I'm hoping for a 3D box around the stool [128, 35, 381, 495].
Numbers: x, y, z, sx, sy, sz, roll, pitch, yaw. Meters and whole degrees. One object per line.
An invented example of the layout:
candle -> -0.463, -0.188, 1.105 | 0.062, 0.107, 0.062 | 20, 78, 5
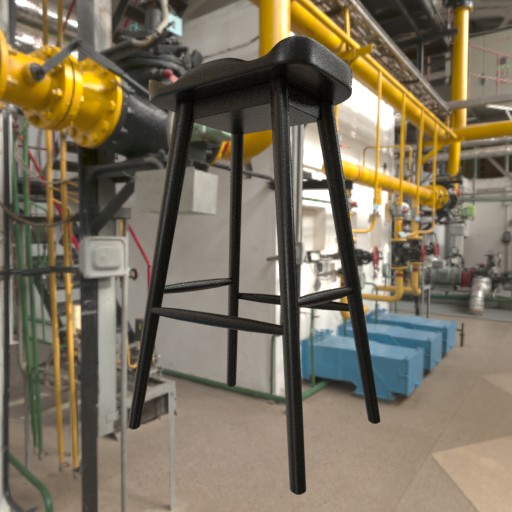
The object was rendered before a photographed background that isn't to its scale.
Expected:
stool -> 0.000, 0.000, 0.964 | 0.440, 0.749, 0.361 | 2, 3, 36
